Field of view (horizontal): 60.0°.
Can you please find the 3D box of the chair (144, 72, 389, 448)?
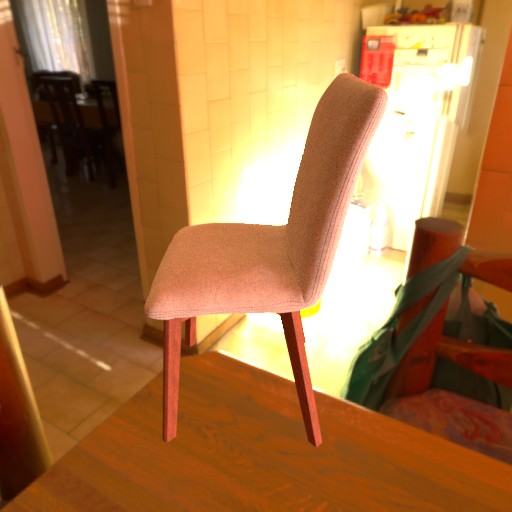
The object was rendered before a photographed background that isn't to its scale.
[{"bbox_3d":[0.000,0.000,1.294,0.563,0.974,0.522,0,26,0],"label":"chair"}]
